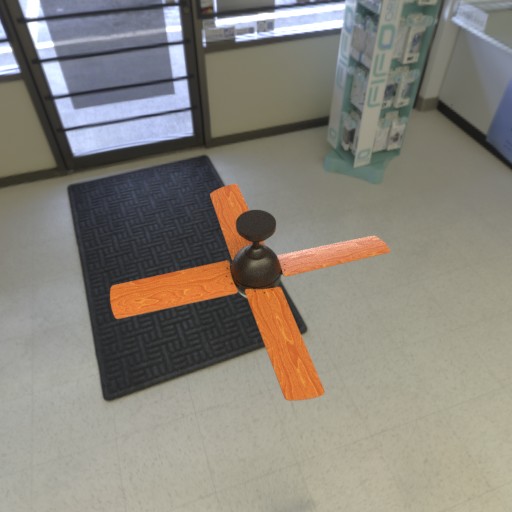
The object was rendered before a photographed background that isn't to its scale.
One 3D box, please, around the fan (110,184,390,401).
[{"bbox_3d":[0.000,0.000,2.009,1.332,0.403,1.332,-12,47,-11],"label":"fan"}]
